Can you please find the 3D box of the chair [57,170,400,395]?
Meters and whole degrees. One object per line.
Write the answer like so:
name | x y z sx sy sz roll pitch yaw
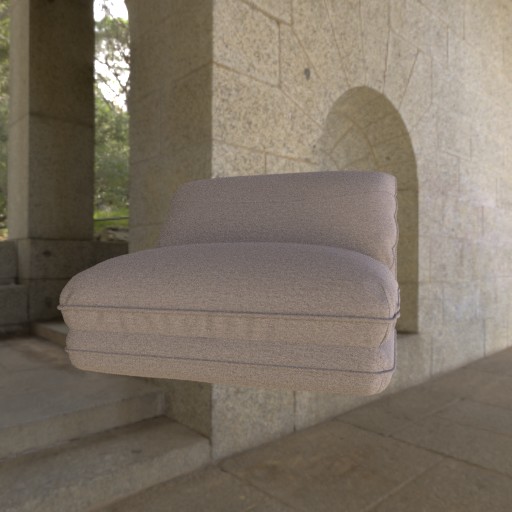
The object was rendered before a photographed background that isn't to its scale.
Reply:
chair | 0.000 0.000 1.323 0.820 0.580 0.780 0 0 18
